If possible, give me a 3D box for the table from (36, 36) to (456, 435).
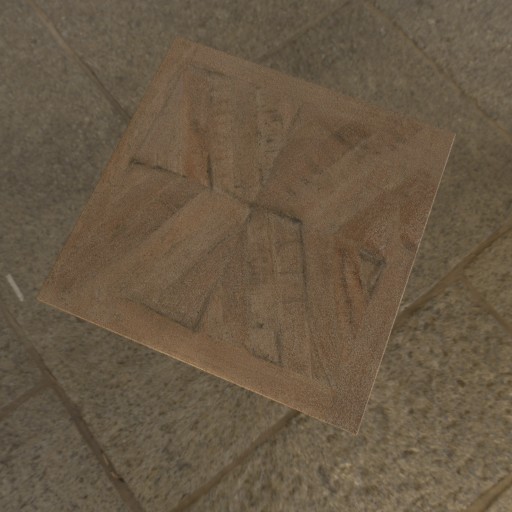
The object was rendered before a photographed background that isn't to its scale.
[{"bbox_3d":[0.000,0.000,0.947,0.499,0.550,0.498,22,77,5],"label":"table"}]
